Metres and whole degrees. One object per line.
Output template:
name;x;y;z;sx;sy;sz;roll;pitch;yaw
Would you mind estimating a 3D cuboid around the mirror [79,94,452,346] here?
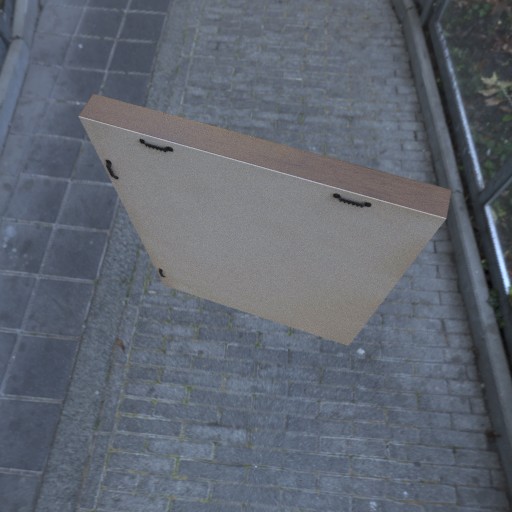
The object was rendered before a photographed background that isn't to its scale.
mirror;0.000;0.000;0.698;0.405;0.508;0.041;17;66;8
